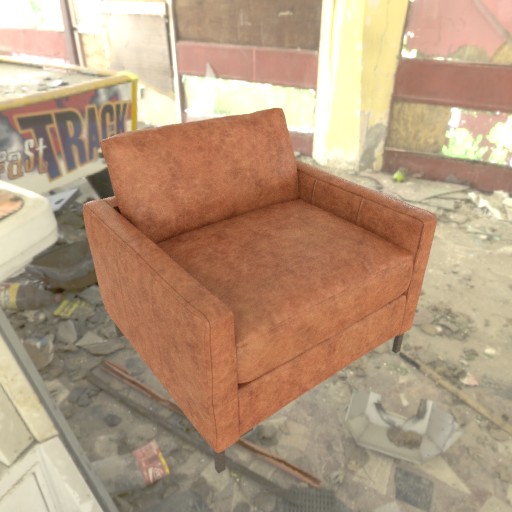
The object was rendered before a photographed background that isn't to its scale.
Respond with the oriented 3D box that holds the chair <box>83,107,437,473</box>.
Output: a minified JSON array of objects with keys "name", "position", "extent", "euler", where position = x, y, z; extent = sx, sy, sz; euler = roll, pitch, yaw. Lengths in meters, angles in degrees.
[{"name":"chair","position":[0.000,0.000,1.638],"extent":[0.967,0.869,0.862],"euler":[-22,37,-31]}]
